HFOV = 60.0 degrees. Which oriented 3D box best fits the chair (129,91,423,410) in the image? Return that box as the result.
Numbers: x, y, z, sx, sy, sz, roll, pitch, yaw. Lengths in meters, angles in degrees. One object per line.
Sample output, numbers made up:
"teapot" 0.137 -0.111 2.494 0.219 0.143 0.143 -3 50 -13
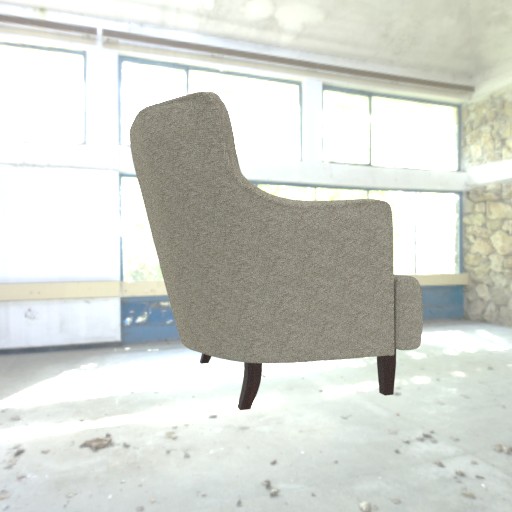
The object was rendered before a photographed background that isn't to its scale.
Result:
"chair" 0.000 0.000 1.686 0.910 0.920 0.820 0 0 -18
